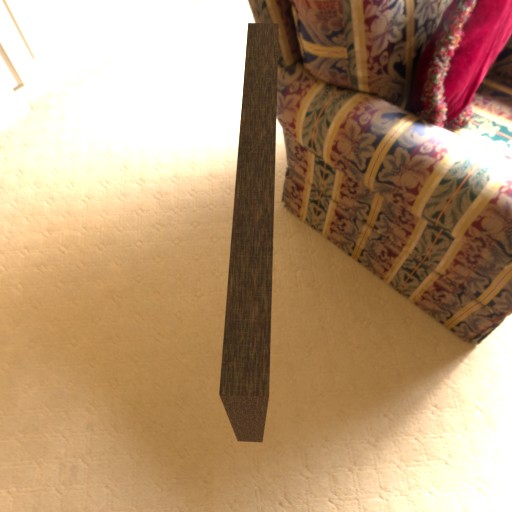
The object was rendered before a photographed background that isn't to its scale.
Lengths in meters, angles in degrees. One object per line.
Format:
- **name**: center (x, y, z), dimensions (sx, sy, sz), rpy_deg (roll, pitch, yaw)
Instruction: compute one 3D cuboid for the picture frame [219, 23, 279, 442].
- **picture frame**: center (0.000, 0.000, 0.523), dimensions (0.033, 0.330, 0.378), rpy_deg (2, 62, 1)
